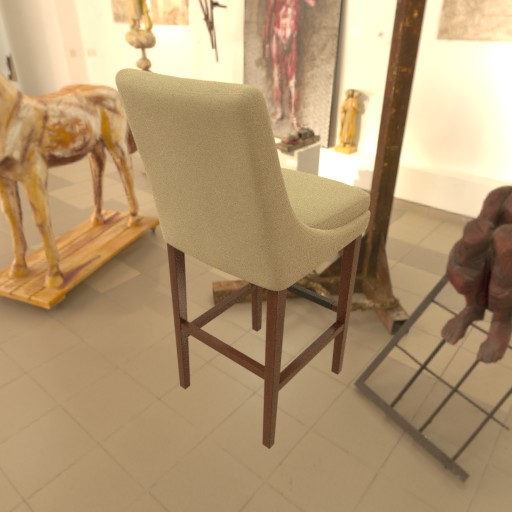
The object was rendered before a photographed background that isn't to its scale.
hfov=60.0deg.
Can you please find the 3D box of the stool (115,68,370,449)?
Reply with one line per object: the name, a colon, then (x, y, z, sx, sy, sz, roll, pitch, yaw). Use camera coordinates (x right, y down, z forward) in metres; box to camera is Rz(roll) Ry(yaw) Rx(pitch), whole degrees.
stool: (0.000, 0.000, 1.349, 0.470, 1.078, 0.577, 22, 37, 33)
